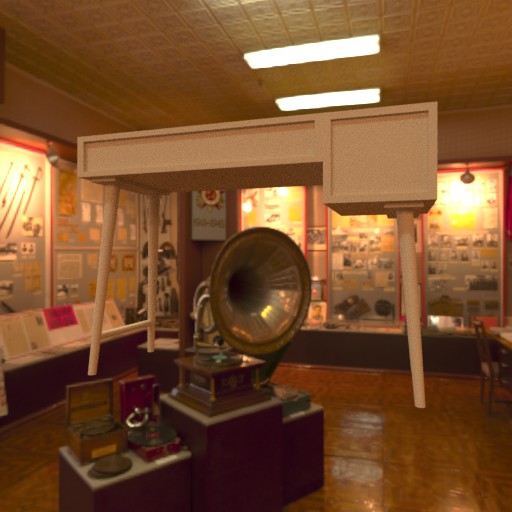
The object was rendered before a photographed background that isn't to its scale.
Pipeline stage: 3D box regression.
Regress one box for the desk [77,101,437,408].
[{"bbox_3d":[0.000,0.000,1.449,1.069,0.761,0.409,0,0,18],"label":"desk"}]
